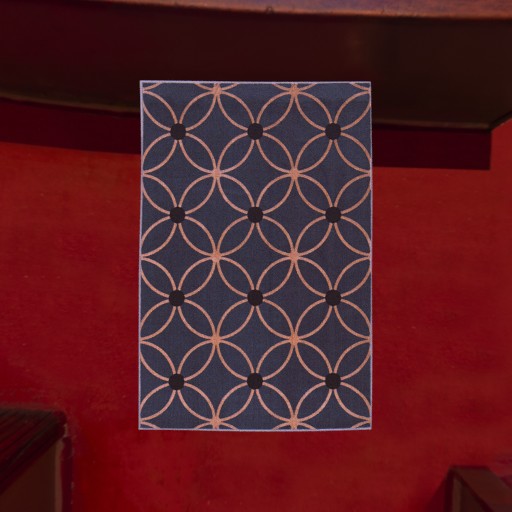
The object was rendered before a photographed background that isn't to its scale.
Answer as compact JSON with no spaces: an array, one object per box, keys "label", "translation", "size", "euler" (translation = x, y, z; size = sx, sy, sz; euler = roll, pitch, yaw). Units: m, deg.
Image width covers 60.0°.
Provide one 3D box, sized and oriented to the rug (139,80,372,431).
[{"label":"rug","translation":[0.000,0.000,2.893],"size":[1.522,0.008,2.284],"euler":[0,90,-1]}]
